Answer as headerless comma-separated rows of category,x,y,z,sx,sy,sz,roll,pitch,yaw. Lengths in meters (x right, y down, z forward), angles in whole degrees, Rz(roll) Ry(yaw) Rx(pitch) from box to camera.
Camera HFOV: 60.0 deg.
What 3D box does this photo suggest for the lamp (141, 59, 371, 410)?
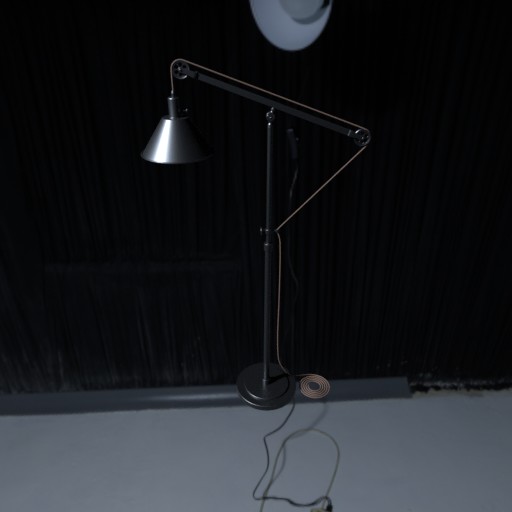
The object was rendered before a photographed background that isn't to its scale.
lamp,0.000,0.000,1.992,0.904,1.626,0.319,0,29,-1
